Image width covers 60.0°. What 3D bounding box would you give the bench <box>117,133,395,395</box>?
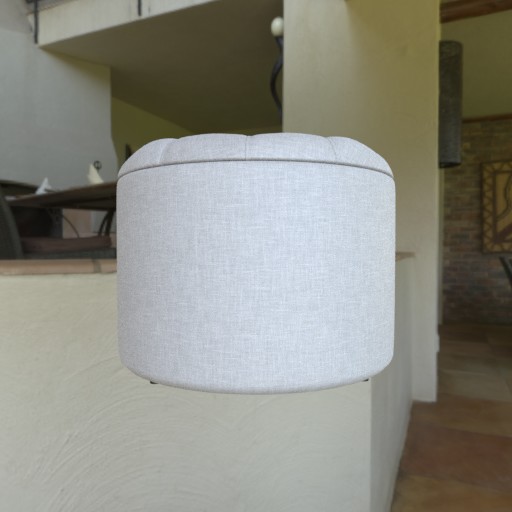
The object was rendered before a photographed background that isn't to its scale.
[{"bbox_3d":[0.000,0.000,1.001,0.600,0.453,0.600,0,1,0],"label":"bench"}]
